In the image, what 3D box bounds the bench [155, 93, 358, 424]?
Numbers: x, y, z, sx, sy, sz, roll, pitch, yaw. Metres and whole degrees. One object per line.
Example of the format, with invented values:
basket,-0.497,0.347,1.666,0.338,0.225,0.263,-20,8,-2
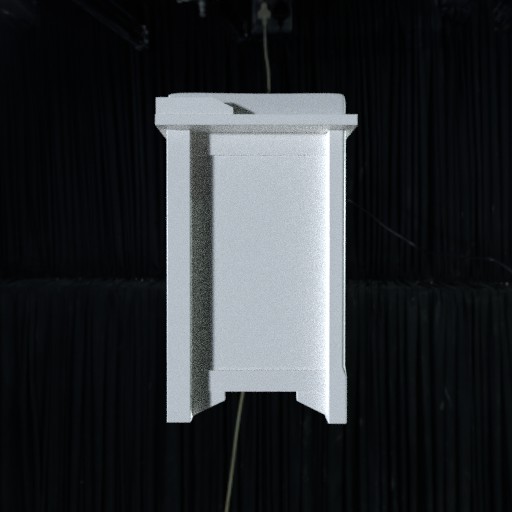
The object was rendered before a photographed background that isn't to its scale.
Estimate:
bench,0.000,0.000,1.252,0.346,0.589,0.987,0,0,0
